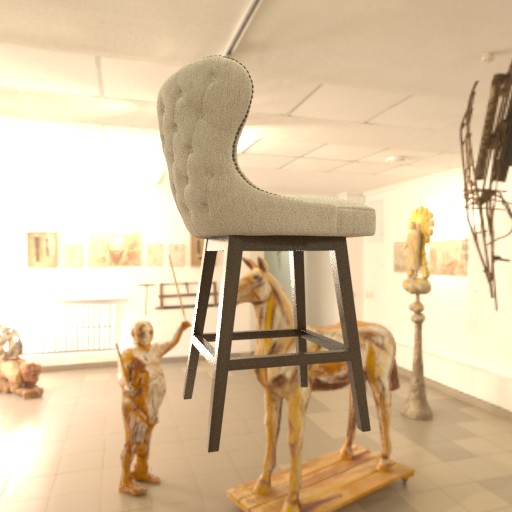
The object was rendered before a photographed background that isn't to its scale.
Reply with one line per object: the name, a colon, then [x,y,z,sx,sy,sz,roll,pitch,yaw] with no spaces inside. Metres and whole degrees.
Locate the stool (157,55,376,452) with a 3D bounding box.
stool: [0.000,0.000,1.366,0.597,0.972,0.615,0,0,-17]
